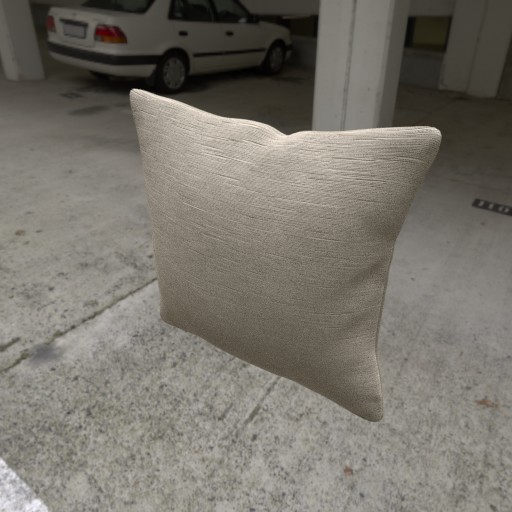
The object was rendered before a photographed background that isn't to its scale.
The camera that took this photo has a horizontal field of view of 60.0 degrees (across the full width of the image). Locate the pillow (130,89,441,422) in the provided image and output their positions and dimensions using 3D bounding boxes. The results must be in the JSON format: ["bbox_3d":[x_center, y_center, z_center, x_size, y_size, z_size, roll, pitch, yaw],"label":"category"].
[{"bbox_3d":[0.000,0.000,0.636,0.437,0.420,0.162,18,34,29],"label":"pillow"}]
